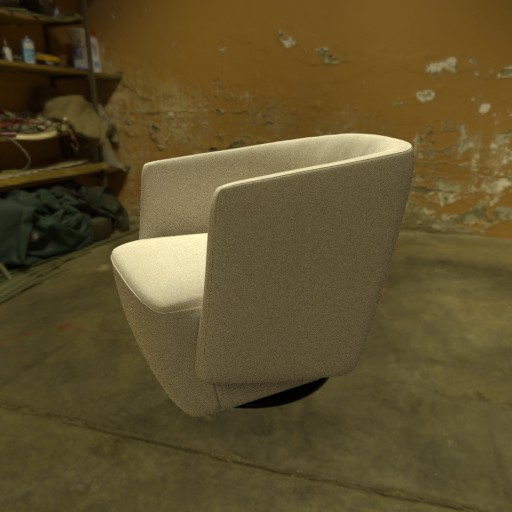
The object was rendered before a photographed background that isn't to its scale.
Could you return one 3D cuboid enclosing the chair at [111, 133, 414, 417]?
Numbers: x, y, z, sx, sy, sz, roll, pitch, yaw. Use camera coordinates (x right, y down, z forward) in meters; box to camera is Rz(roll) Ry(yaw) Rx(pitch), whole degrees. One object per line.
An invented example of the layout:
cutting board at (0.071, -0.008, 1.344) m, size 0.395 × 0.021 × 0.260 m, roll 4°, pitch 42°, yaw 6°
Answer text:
chair at (0.000, 0.000, 1.639) m, size 0.986 × 0.861 × 0.822 m, roll -8°, pitch 19°, yaw -26°
